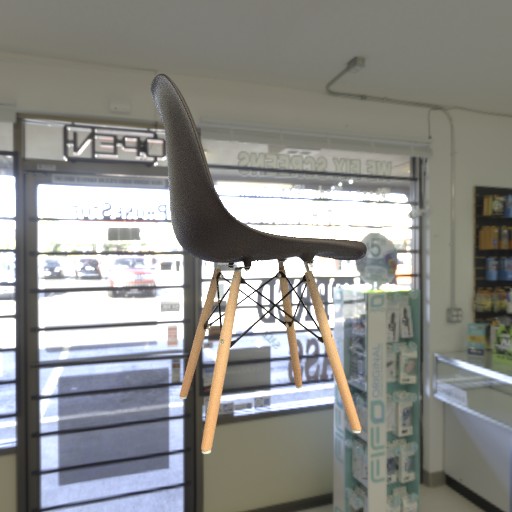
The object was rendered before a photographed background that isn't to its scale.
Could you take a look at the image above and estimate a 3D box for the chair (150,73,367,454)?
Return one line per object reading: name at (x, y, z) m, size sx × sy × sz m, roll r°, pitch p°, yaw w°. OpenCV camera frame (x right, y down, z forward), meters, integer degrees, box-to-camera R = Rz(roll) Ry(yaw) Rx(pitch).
chair at (0.000, 0.000, 1.152) m, size 0.533 × 0.825 × 0.470 m, roll 0°, pitch 0°, yaw -17°
